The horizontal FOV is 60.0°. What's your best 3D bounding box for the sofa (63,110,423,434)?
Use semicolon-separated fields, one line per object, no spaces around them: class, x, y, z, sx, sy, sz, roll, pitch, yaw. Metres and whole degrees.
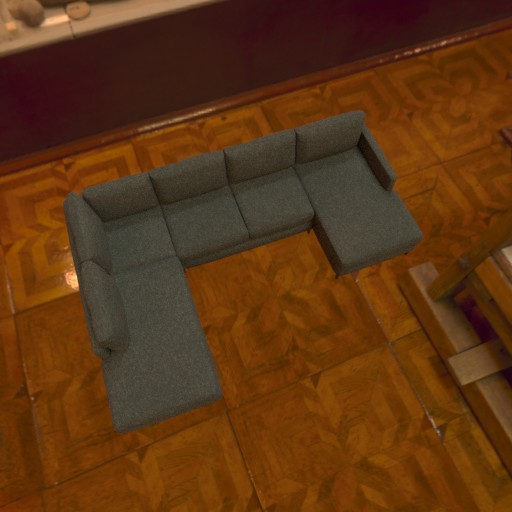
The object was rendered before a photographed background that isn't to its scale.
sofa;0.000;0.000;3.868;2.956;0.813;2.007;-18;65;-9
